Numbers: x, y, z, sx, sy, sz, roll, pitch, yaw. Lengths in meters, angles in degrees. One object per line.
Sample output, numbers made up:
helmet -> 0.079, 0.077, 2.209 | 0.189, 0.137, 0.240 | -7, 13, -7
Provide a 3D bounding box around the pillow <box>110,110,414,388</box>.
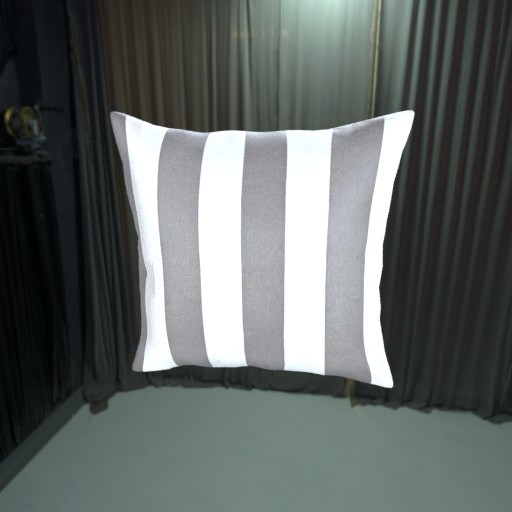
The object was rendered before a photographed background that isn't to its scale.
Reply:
pillow -> 0.000, 0.000, 0.810 | 0.522, 0.507, 0.192 | 2, 15, 8
